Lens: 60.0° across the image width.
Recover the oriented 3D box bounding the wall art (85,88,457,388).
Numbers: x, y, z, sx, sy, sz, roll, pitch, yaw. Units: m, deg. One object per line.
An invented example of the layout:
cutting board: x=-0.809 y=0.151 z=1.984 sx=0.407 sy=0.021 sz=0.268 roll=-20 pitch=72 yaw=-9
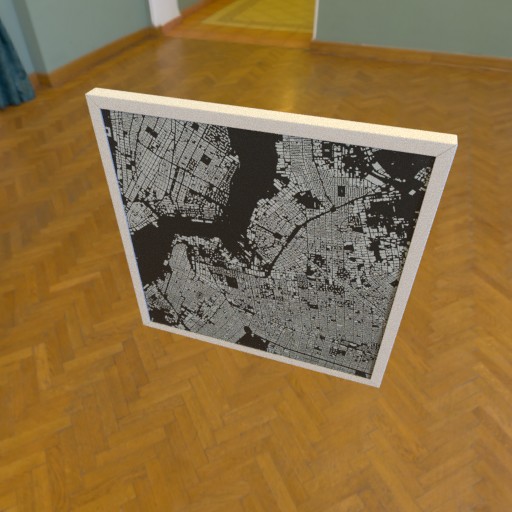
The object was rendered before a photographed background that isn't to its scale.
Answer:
wall art: x=0.000 y=0.000 z=1.134 sx=0.761 sy=0.762 sz=0.050 roll=12 pitch=42 yaw=14
